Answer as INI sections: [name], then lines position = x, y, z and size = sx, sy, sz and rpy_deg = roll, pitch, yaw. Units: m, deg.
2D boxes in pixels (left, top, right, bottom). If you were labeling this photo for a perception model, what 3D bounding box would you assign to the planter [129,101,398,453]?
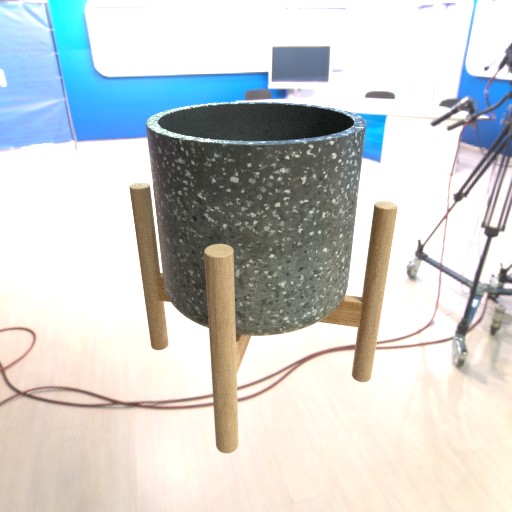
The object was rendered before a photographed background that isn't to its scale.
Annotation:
[planter]
position = 0.000, 0.000, 0.531
size = 0.284, 0.320, 0.284
rpy_deg = 18, 33, 31
